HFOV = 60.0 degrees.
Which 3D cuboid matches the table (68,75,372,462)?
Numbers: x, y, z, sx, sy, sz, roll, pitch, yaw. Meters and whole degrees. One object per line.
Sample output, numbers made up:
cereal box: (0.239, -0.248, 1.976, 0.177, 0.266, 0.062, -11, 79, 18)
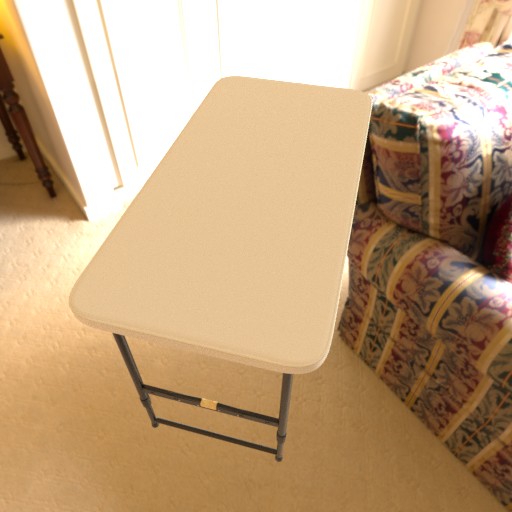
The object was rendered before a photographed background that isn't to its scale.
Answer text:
table: (0.000, 0.000, 1.605, 0.610, 0.737, 1.219, 11, 48, 10)
